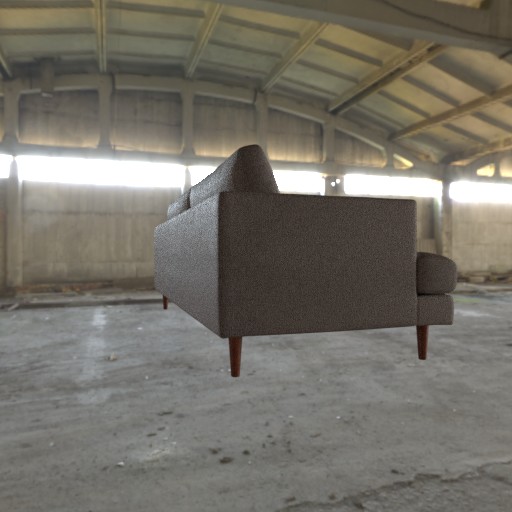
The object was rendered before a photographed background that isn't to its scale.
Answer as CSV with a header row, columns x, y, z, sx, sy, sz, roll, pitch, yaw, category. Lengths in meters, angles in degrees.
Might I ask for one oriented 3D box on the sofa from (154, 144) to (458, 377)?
x,y,z,sx,sy,sz,roll,pitch,yaw,category
0.000,0.000,2.730,1.020,0.868,2.250,0,0,-18,sofa
